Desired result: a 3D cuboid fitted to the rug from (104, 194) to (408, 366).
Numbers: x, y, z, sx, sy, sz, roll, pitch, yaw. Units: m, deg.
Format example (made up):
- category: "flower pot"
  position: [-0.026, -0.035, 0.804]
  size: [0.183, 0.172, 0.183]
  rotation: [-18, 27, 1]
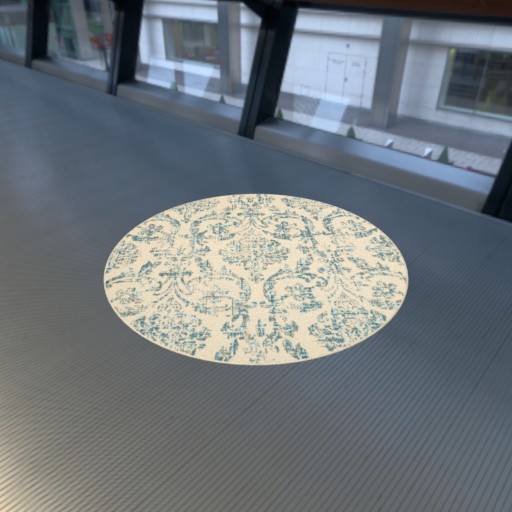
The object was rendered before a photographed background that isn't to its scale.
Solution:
- category: "rug"
  position: [0.000, 0.000, 2.411]
  size: [1.593, 0.012, 1.593]
  rotation: [0, 33, 0]
